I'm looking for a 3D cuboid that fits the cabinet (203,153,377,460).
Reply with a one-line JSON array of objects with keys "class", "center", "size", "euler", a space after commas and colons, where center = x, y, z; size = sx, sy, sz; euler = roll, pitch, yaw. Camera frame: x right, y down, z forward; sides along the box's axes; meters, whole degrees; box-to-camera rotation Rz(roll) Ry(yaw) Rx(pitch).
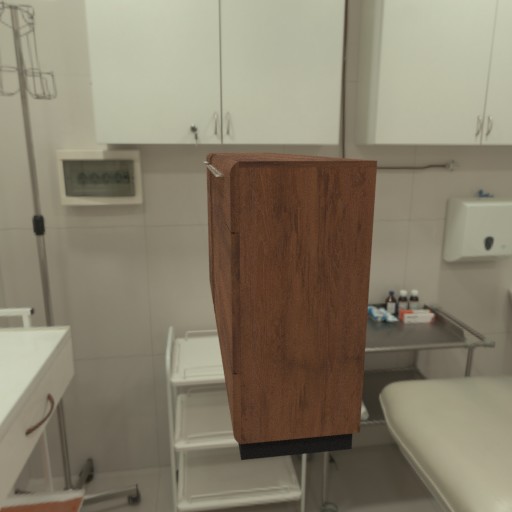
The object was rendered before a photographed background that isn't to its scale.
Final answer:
[{"class": "cabinet", "center": [0.000, 0.000, 2.031], "size": [0.420, 0.900, 1.600], "euler": [-2, 14, -8]}]
